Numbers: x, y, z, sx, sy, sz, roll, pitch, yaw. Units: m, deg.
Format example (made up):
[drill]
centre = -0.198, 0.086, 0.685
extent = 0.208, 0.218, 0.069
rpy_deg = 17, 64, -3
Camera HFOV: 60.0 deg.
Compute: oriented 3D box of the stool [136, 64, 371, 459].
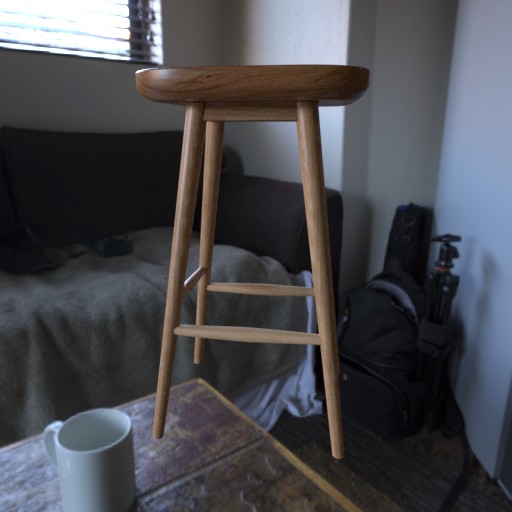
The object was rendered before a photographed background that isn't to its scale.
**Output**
[stool]
centre = 0.000, 0.000, 0.926
extent = 0.407, 0.698, 0.322
rpy_deg = 2, 16, 8
